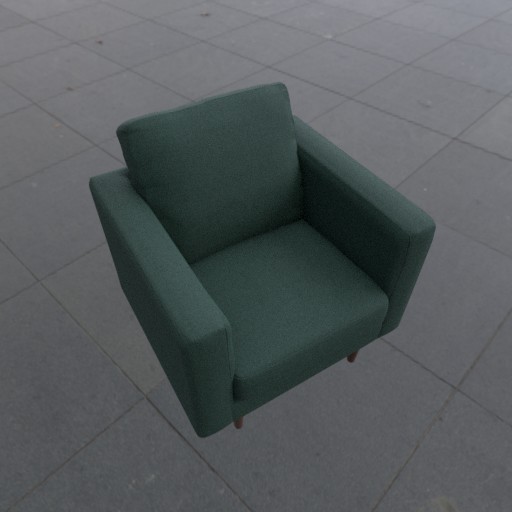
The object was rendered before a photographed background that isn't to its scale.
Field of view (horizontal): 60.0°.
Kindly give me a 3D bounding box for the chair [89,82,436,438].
[{"bbox_3d":[0.000,0.000,1.558,0.855,0.927,0.800,-23,50,-21],"label":"chair"}]
